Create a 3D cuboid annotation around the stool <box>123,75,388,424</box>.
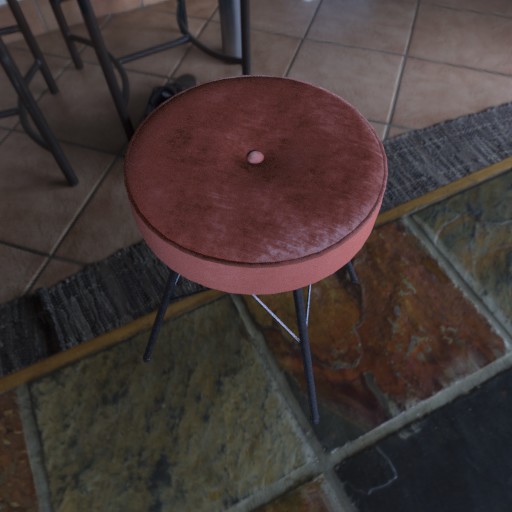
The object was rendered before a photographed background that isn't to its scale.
[{"bbox_3d":[0.000,0.000,0.922,0.457,0.593,0.421,17,59,11],"label":"stool"}]
